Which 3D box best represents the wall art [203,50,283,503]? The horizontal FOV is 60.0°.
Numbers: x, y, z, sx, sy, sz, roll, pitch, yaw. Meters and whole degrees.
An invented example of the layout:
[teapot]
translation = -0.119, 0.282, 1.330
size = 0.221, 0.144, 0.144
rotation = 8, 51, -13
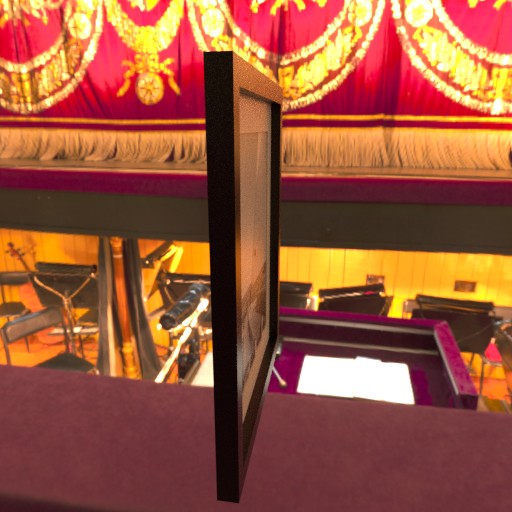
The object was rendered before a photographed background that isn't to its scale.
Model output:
[wall art]
translation = 0.000, 0.000, 0.738
size = 0.031, 0.558, 0.461
rotation = 3, 17, 9
